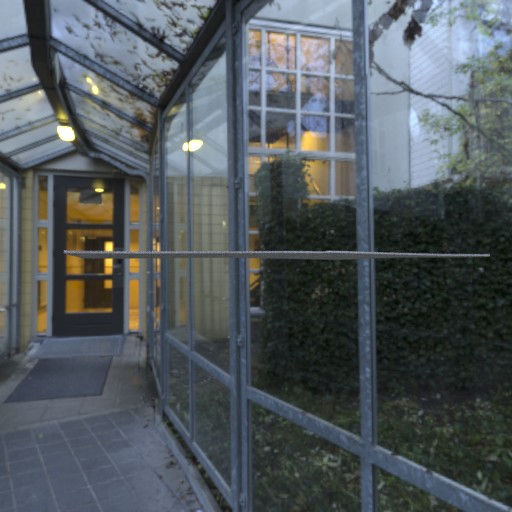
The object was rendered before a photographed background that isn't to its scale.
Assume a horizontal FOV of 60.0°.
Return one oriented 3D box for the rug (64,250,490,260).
[{"bbox_3d":[0.000,0.000,4.297,3.245,0.046,2.467,0,-1,-19],"label":"rug"}]
